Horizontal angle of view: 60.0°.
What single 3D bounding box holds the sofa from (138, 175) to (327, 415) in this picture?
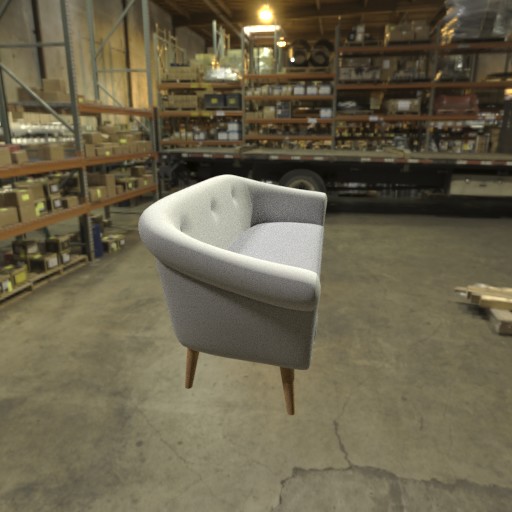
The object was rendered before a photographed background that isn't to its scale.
[{"bbox_3d":[0.000,0.000,2.612,0.827,0.795,2.160,3,16,9],"label":"sofa"}]
